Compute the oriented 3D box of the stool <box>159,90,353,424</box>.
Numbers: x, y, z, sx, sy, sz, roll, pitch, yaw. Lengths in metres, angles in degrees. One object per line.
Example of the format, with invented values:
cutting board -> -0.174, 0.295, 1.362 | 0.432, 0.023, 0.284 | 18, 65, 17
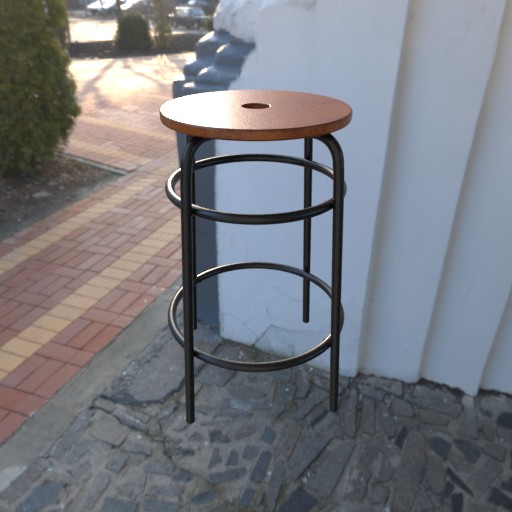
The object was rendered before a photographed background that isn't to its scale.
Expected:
stool -> 0.000, 0.000, 0.933 | 0.455, 0.610, 0.455 | 22, 37, 33
